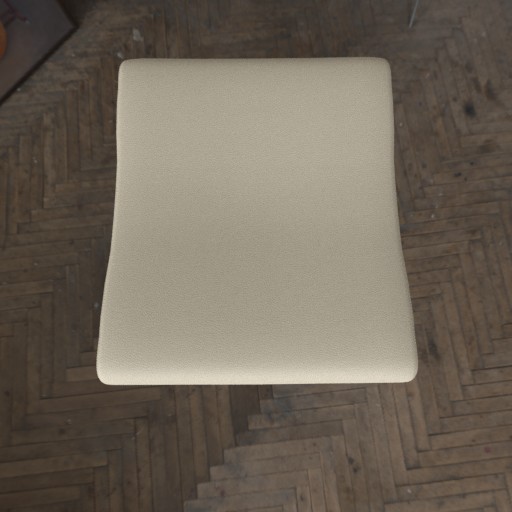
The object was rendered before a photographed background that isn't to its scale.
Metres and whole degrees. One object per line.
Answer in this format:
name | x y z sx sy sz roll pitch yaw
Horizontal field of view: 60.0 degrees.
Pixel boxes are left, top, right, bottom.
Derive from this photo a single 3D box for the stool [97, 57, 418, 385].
stool | 0.000 0.000 0.880 0.401 0.609 0.471 0 76 0
